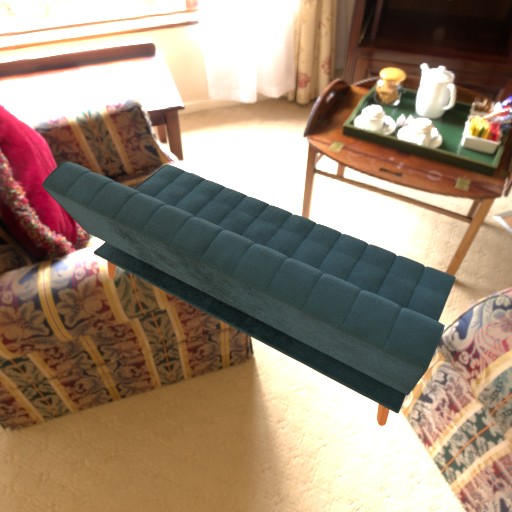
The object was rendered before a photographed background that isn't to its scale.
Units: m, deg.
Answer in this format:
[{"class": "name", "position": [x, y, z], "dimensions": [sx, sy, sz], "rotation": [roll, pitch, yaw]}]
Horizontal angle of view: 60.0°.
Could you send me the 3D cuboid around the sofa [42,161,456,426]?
[{"class": "sofa", "position": [0.000, 0.000, 2.240], "dimensions": [1.804, 0.813, 0.855], "rotation": [24, 51, 21]}]
